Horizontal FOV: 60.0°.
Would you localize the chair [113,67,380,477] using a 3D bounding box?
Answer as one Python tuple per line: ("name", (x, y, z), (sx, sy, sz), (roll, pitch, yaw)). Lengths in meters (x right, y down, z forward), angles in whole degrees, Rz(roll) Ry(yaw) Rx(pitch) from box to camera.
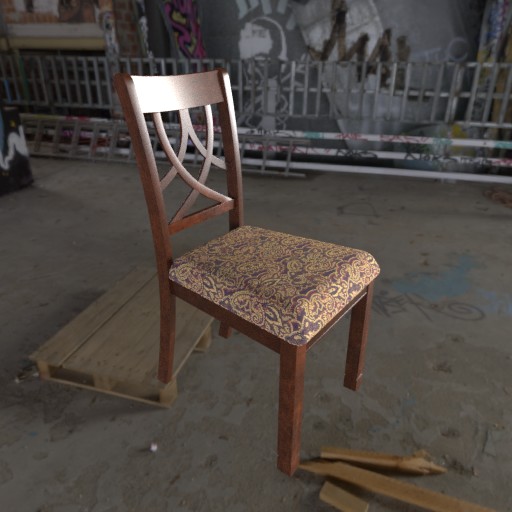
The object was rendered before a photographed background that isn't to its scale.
("chair", (0.000, 0.000, 1.266), (0.584, 0.965, 0.457), (18, 31, 32))
